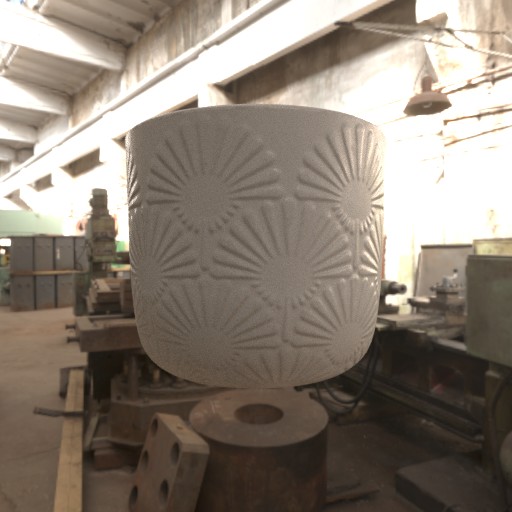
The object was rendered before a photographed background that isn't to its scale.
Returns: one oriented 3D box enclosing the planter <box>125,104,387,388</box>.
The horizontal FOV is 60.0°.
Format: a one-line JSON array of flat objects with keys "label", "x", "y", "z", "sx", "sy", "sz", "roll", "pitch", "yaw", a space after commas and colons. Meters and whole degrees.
[{"label": "planter", "x": 0.000, "y": 0.000, "z": 0.219, "sx": 0.124, "sy": 0.109, "sz": 0.124, "roll": 0, "pitch": 0, "yaw": 0}]
